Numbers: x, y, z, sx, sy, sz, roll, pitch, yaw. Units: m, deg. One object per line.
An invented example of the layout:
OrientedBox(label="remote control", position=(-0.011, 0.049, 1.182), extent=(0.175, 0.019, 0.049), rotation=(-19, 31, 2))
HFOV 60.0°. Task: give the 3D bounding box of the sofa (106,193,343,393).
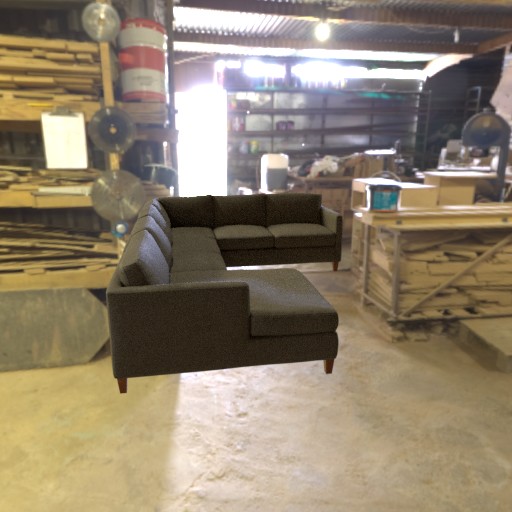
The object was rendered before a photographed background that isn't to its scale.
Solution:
OrientedBox(label="sofa", position=(0.000, 0.000, 4.703), extent=(2.594, 0.961, 3.460), rotation=(-3, 15, -10))
